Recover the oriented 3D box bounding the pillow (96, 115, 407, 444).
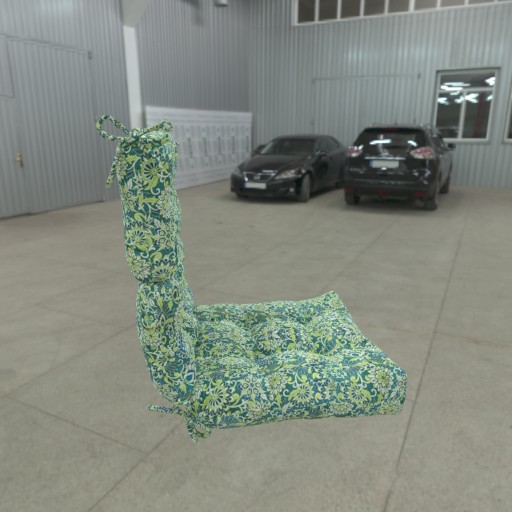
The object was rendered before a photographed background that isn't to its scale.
[{"bbox_3d":[0.000,0.000,1.015,0.571,0.605,0.519,-2,16,-8],"label":"pillow"}]
